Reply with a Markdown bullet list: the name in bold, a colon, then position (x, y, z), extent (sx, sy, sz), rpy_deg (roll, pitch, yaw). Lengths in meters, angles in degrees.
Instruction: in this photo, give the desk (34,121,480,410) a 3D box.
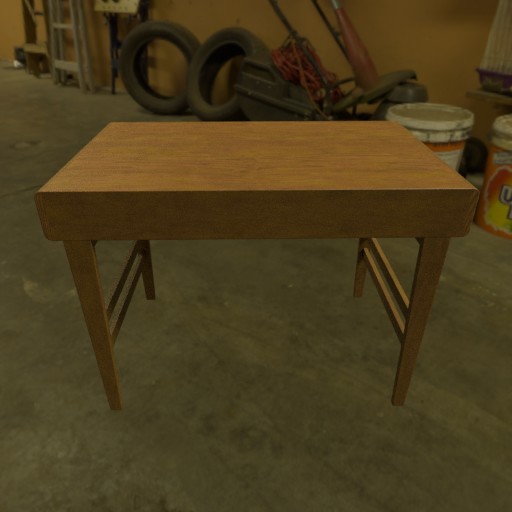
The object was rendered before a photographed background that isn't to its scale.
- **desk**: position (0.000, 0.000, 1.529), extent (1.066, 0.754, 0.660), rpy_deg (-1, 31, -1)
